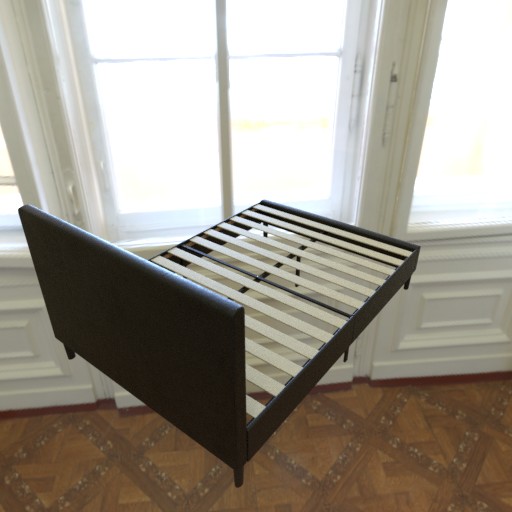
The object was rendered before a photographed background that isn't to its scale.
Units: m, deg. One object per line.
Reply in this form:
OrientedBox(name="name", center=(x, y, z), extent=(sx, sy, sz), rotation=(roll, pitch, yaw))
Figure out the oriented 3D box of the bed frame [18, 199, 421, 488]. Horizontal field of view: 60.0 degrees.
OrientedBox(name="bed frame", center=(0.000, 0.000, 2.900), extent=(1.469, 1.046, 2.152), rotation=(21, 36, 32))
